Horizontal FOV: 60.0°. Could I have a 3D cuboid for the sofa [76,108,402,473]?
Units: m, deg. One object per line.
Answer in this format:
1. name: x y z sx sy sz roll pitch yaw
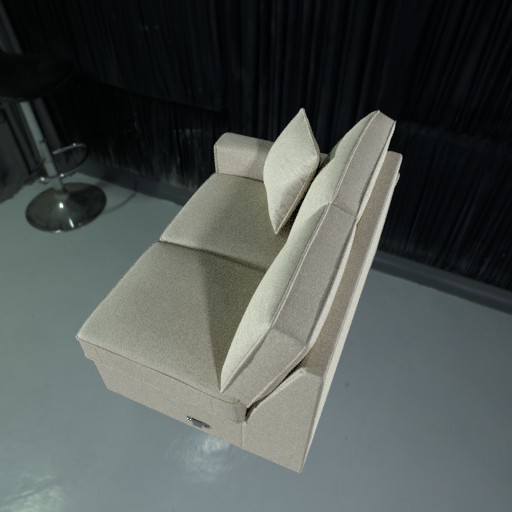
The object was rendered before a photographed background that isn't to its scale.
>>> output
1. sofa: 0.000 0.000 2.022 0.991 0.989 1.388 17 49 16
